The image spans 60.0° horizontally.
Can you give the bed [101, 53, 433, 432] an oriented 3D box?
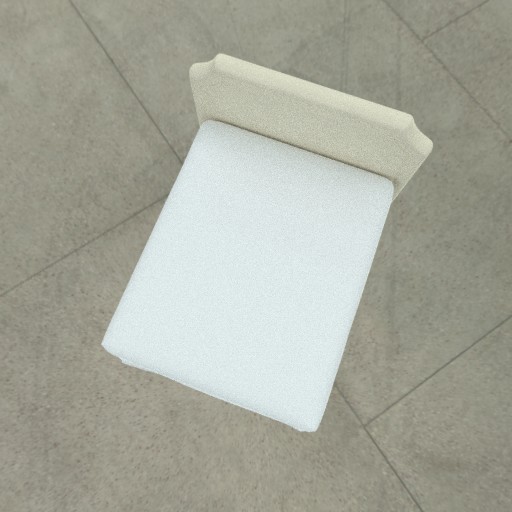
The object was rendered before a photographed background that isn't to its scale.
[{"bbox_3d":[0.000,0.000,3.294,1.827,1.296,2.209,20,76,5],"label":"bed"}]
